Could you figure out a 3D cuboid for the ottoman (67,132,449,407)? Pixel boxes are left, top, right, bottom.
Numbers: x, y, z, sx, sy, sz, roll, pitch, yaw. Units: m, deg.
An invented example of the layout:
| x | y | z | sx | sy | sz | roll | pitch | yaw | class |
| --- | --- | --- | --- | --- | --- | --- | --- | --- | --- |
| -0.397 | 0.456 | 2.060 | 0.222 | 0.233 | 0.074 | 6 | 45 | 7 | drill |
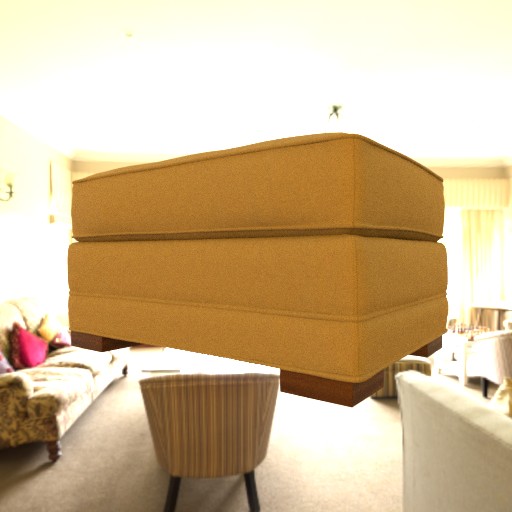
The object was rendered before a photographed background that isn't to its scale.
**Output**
| x | y | z | sx | sy | sz | roll | pitch | yaw | class |
| --- | --- | --- | --- | --- | --- | --- | --- | --- | --- |
| 0.000 | 0.000 | 1.170 | 0.848 | 0.482 | 0.611 | 0 | 0 | 36 | ottoman |
